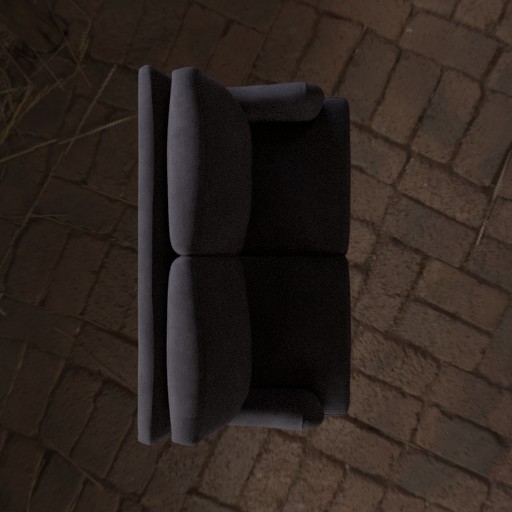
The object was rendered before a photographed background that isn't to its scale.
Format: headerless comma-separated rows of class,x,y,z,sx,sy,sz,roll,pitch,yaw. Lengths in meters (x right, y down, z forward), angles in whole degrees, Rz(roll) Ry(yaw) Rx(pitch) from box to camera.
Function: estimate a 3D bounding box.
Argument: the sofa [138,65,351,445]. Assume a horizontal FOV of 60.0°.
sofa,0.000,0.000,2.507,1.084,1.101,1.853,0,90,2
